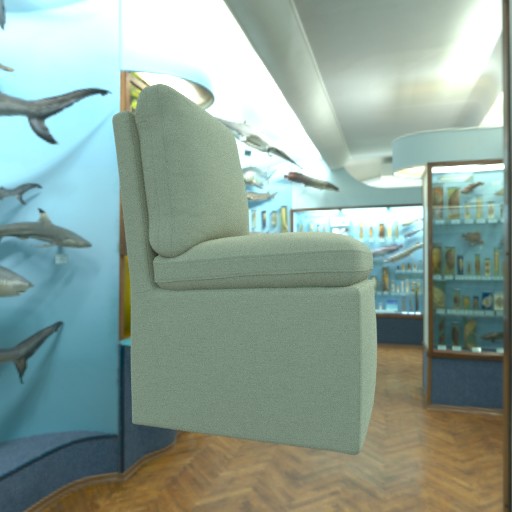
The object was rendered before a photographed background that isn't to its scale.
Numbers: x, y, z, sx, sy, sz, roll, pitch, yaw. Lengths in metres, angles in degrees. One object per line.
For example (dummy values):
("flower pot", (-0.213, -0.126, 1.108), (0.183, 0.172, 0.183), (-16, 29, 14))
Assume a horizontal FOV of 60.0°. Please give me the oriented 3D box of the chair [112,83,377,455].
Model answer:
("chair", (0.000, 0.000, 1.337), (0.698, 0.927, 0.503), (0, -1, 19))
